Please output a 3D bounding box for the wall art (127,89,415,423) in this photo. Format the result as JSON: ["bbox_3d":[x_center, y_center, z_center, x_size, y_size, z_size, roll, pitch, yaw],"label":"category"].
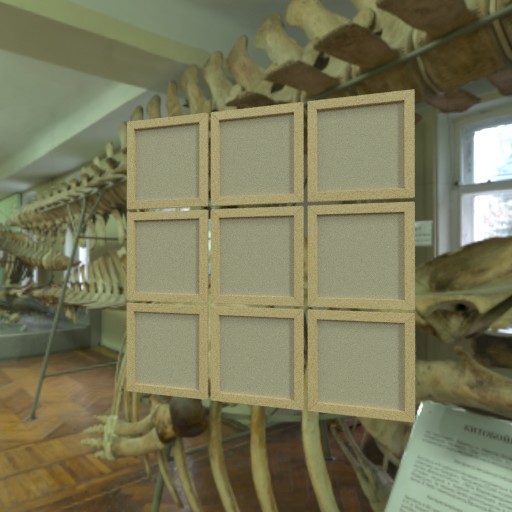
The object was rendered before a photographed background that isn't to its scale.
[{"bbox_3d":[0.000,0.000,1.804,1.217,1.207,0.016,0,0,18],"label":"wall art"}]
